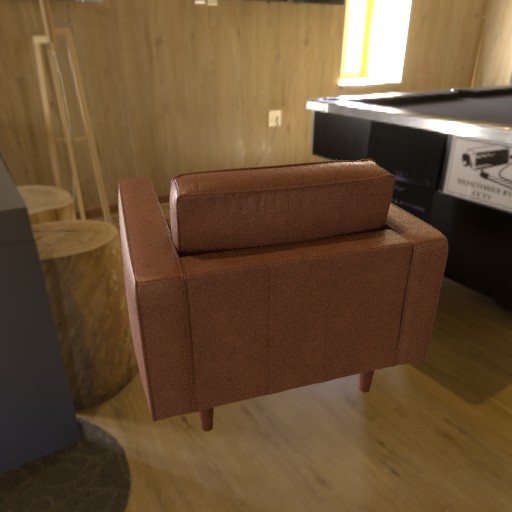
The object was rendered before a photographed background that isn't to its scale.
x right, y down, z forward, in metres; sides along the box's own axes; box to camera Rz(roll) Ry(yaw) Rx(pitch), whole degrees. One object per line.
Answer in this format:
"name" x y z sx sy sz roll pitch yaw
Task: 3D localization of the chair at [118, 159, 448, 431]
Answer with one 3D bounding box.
"chair" 0.000 0.000 1.589 0.920 0.770 0.900 -8 27 -16
